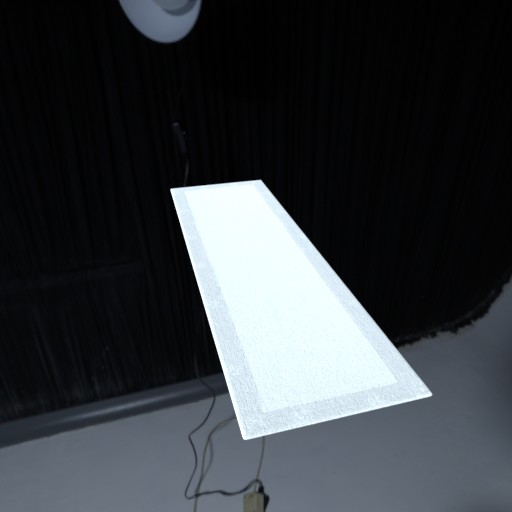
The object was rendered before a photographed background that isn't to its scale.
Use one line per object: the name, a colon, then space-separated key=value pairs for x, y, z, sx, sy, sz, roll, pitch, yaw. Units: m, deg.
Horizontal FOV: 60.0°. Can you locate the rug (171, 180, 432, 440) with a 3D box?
rug: x=0.000 y=0.000 z=2.643 sx=0.759 sy=0.012 sz=2.430 roll=-8 pitch=31 yaw=-13
